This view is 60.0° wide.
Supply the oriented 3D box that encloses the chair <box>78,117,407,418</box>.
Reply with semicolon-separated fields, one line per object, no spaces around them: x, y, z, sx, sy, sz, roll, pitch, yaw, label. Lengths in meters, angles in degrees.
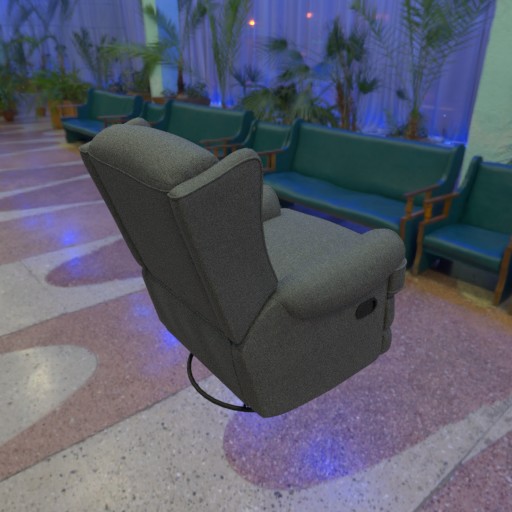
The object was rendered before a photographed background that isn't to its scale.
0.000;0.000;1.668;0.969;1.011;0.847;-19;32;-34;chair
